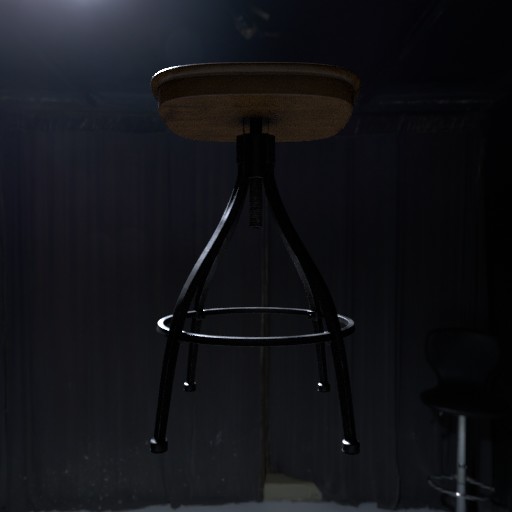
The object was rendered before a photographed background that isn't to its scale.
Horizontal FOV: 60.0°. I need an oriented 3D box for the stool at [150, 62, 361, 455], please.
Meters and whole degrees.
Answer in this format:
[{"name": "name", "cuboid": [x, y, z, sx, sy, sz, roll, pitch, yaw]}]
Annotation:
[{"name": "stool", "cuboid": [0.000, 0.000, 0.963, 0.432, 0.694, 0.424, 0, 1, 1]}]
